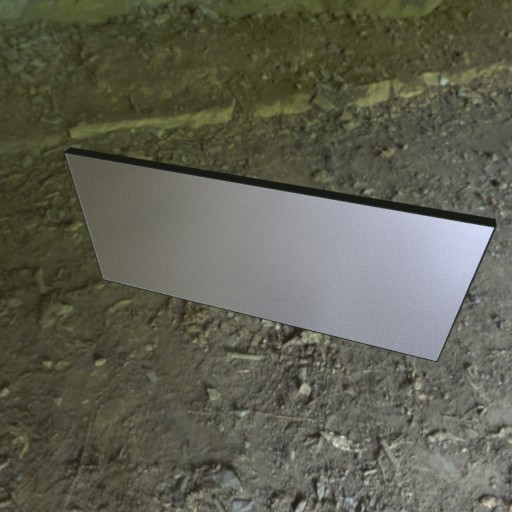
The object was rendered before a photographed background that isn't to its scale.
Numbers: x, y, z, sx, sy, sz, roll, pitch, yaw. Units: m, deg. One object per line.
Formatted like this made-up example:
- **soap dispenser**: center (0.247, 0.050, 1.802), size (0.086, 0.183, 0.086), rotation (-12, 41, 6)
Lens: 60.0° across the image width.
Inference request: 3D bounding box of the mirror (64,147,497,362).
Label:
- **mirror**: center (0.000, 0.000, 1.798), size (1.584, 0.692, 0.047), rotation (12, 42, 14)
